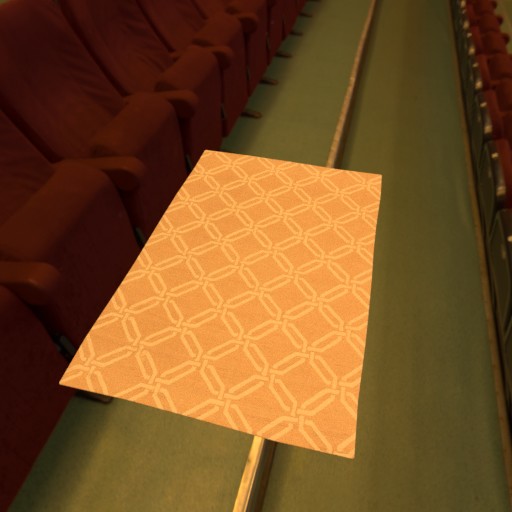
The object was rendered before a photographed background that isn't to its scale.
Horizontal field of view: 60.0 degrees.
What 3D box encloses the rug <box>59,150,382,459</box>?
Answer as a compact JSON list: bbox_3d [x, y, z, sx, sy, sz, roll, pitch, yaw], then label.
[{"bbox_3d":[0.000,0.000,2.206,1.146,0.010,1.745,10,46,10],"label":"rug"}]
